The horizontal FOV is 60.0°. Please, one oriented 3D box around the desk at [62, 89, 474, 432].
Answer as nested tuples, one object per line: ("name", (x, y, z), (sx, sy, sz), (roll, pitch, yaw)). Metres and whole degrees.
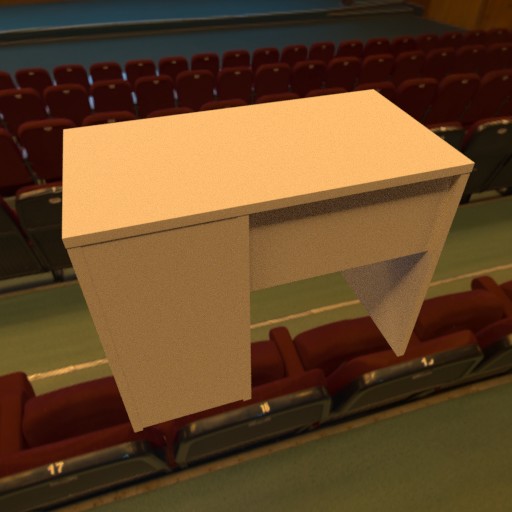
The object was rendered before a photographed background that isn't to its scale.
("desk", (0.000, 0.000, 1.325), (0.898, 0.730, 0.482), (-12, 43, -13))
